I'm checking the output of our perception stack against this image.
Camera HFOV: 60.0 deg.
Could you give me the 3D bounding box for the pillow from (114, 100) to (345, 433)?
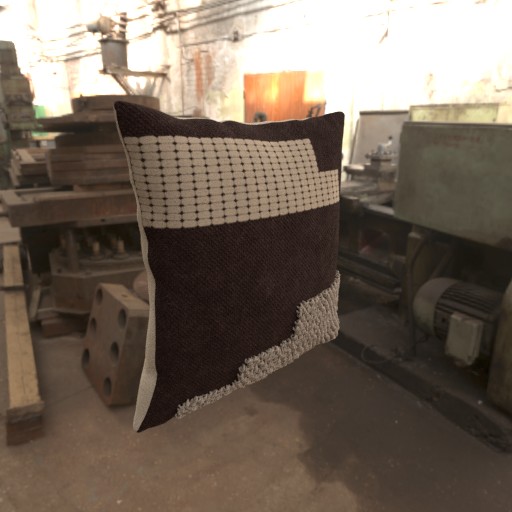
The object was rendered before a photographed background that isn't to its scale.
[{"bbox_3d":[0.000,0.000,0.736,0.475,0.473,0.178,-16,23,-43],"label":"pillow"}]
